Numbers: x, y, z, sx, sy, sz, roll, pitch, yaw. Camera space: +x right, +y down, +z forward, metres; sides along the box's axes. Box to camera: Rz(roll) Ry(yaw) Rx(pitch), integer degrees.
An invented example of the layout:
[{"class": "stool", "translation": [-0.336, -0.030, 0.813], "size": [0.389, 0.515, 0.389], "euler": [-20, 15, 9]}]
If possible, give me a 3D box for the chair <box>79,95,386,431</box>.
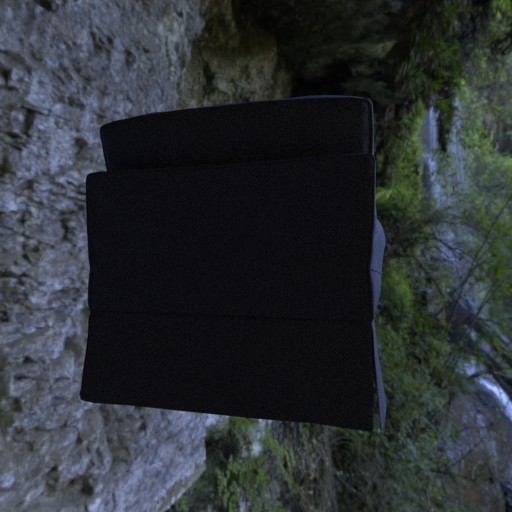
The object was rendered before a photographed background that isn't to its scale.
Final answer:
[{"class": "chair", "translation": [0.000, 0.000, 1.971], "size": [1.119, 1.140, 1.002], "euler": [0, -1, 17]}]
